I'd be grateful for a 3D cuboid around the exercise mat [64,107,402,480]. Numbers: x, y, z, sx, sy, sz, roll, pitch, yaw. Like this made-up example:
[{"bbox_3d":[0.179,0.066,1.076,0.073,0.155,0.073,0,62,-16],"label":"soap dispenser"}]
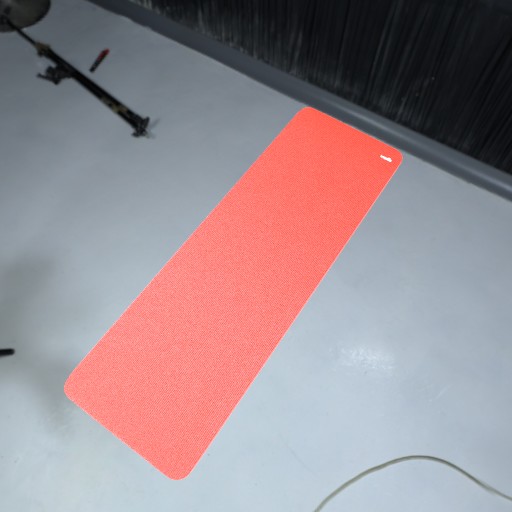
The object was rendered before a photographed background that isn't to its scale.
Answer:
[{"bbox_3d":[0.000,0.000,2.031,0.616,0.021,1.869,31,67,15],"label":"exercise mat"}]
